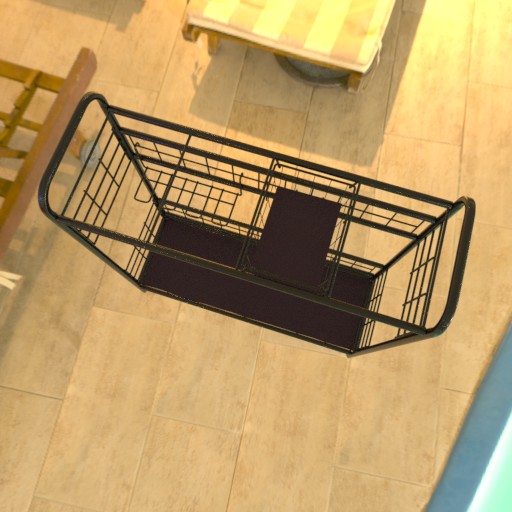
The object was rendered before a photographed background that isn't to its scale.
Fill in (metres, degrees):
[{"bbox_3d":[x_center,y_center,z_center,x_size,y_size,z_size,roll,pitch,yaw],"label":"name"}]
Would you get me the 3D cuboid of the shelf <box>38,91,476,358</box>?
[{"bbox_3d":[0.000,0.000,1.483,0.961,1.026,0.350,17,75,5],"label":"shelf"}]
